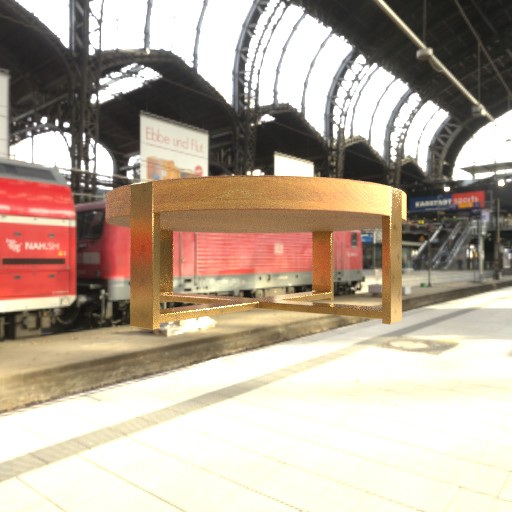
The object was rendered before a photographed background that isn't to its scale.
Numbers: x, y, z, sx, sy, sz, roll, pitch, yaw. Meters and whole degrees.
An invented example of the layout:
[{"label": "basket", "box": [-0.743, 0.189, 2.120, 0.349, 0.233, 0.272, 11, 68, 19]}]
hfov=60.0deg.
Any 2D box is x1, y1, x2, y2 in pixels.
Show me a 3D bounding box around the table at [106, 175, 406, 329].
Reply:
[{"label": "table", "box": [0.000, 0.000, 1.717, 1.100, 0.420, 1.100, 0, 0, 0]}]
